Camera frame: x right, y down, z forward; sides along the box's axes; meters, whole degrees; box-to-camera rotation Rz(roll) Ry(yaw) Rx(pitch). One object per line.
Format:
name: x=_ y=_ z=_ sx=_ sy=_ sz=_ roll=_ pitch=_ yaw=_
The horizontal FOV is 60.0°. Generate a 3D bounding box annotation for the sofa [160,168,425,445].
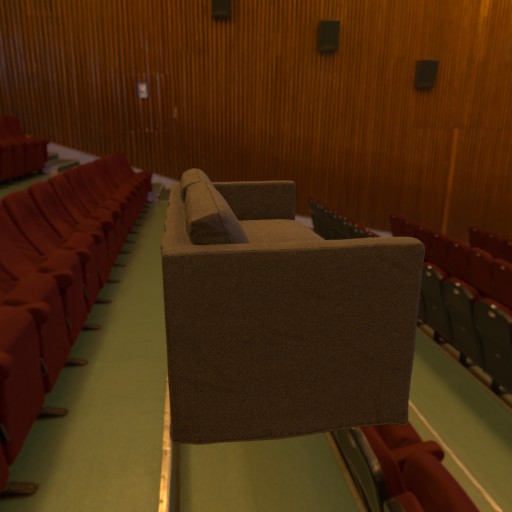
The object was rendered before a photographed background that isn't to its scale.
sofa: x=0.000 y=0.000 z=2.475 sx=0.953 sy=0.855 sz=1.982 roll=-3 pitch=16 yaw=-9
